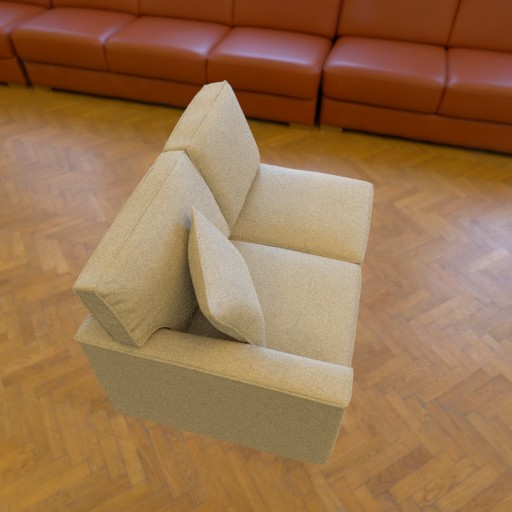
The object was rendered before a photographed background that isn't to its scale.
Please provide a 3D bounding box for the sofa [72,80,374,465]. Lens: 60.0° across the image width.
[{"bbox_3d":[0.000,0.000,2.034,0.991,0.989,1.388,11,48,10],"label":"sofa"}]
